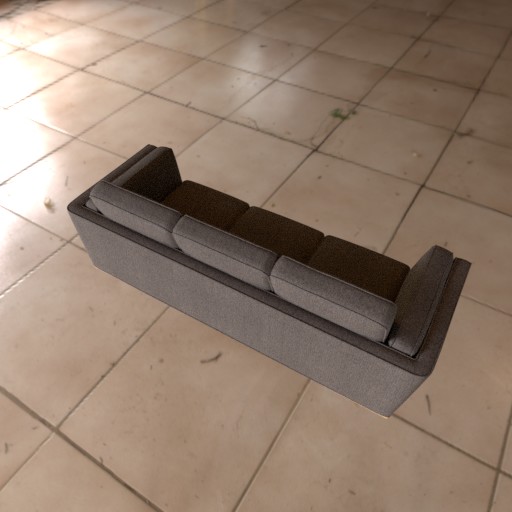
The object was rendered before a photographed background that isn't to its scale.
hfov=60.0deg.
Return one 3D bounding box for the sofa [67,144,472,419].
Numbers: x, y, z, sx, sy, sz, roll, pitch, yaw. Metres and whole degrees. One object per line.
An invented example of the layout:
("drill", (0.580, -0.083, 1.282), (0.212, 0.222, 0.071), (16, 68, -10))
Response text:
("sofa", (0.000, 0.000, 2.838), (2.362, 0.899, 0.903), (23, 51, 20))
